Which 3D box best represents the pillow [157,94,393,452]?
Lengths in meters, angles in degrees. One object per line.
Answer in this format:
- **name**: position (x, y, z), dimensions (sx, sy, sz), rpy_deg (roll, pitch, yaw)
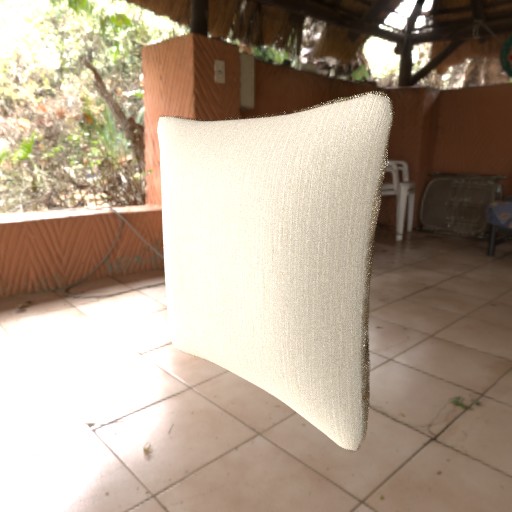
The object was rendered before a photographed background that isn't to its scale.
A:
- **pillow**: position (0.000, 0.000, 0.812), dimensions (0.216, 0.525, 0.538), rpy_deg (-12, 18, -42)
